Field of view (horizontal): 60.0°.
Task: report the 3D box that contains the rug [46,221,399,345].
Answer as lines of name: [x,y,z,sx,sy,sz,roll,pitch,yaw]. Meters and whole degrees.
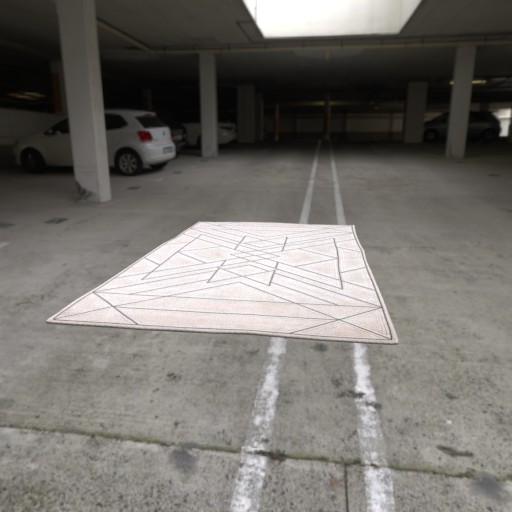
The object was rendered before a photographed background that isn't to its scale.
rug: [0.000,0.000,1.037,0.511,0.008,0.869,2,15,8]
